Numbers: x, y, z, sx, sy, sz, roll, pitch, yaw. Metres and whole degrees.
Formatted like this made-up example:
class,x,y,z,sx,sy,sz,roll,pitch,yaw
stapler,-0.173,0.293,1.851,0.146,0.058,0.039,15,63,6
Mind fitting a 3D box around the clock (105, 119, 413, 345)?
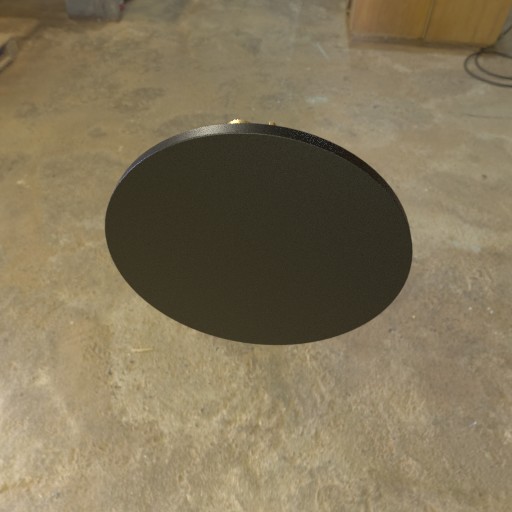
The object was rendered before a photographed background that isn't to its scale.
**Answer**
class,x,y,z,sx,sy,sz,roll,pitch,yaw
clock,0.000,0.000,0.682,0.454,0.454,0.038,5,48,4
